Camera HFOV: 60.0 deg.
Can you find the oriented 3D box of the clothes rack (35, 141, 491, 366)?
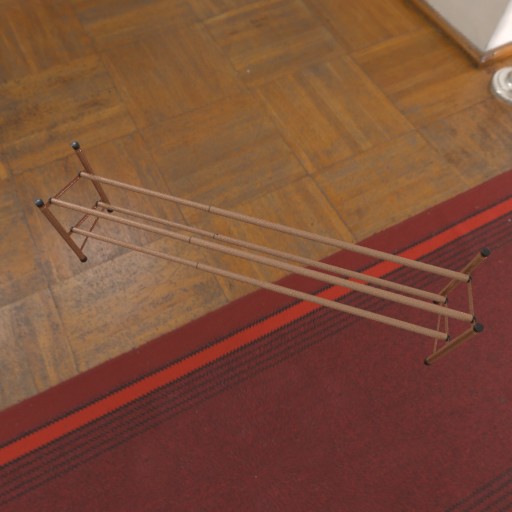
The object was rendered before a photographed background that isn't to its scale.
[{"bbox_3d":[0.000,0.000,1.296,1.168,0.349,0.229,16,65,8],"label":"clothes rack"}]
